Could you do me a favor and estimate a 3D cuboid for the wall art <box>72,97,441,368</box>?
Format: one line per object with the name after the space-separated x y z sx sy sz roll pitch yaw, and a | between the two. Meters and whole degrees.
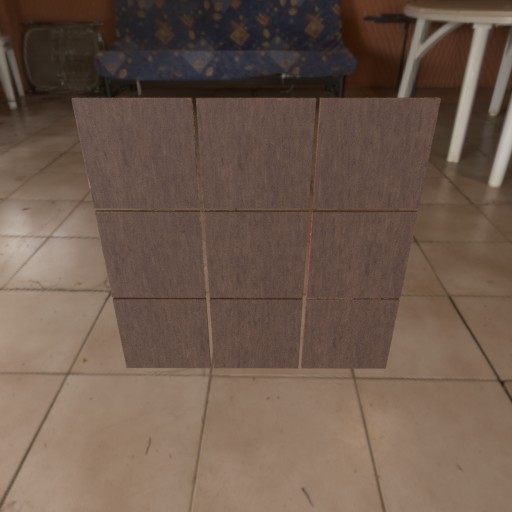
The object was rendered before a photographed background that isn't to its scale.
0.000 0.000 1.336 0.915 0.914 0.013 0 31 0 | wall art
